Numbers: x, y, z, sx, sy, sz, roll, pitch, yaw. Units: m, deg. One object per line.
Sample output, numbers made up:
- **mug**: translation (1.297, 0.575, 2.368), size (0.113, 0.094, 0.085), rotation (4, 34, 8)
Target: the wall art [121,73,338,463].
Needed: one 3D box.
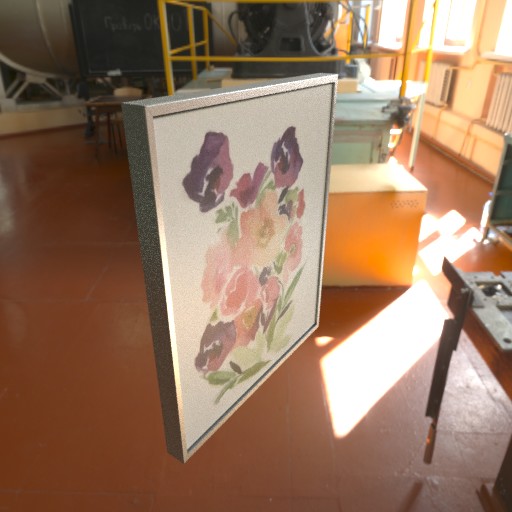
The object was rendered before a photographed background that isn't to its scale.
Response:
- **wall art**: translation (0.000, 0.000, 0.759), size (0.038, 0.549, 0.452), rotation (18, 32, 31)
